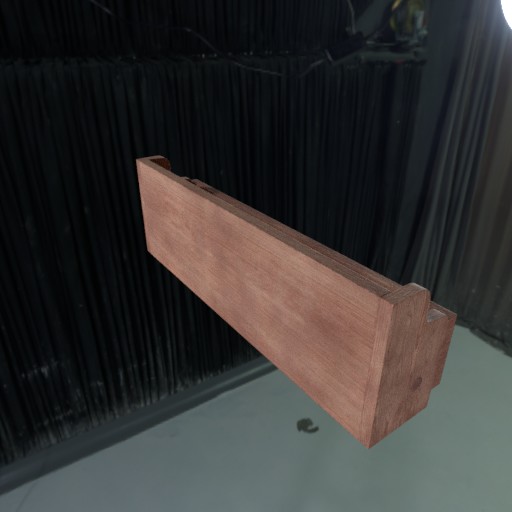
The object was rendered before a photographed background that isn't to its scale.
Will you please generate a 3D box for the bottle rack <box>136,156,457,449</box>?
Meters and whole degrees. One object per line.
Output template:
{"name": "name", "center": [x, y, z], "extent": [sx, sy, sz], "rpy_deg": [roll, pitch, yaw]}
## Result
{"name": "bottle rack", "center": [0.000, 0.000, 0.705], "extent": [0.126, 0.196, 0.608], "rpy_deg": [-19, 33, -31]}
